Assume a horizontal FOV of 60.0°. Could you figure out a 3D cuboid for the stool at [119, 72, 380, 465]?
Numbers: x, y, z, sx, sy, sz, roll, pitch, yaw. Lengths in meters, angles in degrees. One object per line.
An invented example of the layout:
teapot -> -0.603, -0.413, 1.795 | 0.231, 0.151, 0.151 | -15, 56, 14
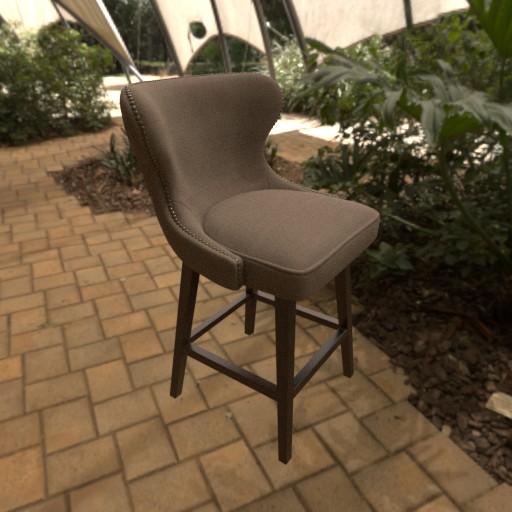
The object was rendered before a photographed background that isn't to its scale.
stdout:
stool -> 0.000, 0.000, 1.321 | 0.597, 0.972, 0.615 | 18, 32, 31
